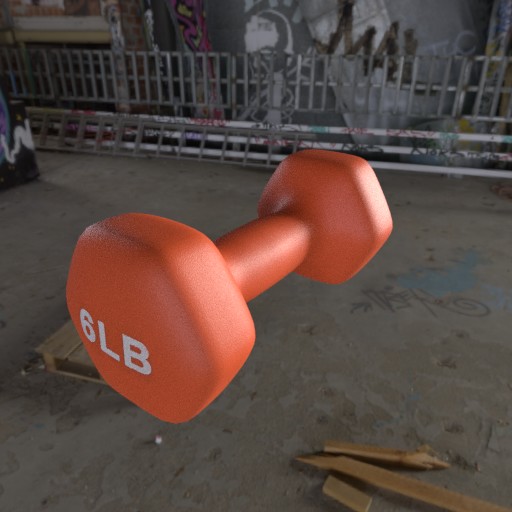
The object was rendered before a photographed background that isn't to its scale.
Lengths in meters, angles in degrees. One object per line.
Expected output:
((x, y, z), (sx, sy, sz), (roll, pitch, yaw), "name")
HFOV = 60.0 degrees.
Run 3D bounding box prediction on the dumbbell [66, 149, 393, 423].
((0.000, 0.000, 0.205), (0.079, 0.071, 0.162), (18, 32, 33), "dumbbell")
